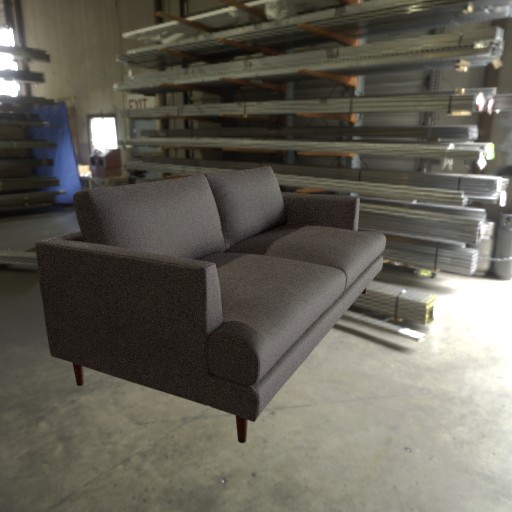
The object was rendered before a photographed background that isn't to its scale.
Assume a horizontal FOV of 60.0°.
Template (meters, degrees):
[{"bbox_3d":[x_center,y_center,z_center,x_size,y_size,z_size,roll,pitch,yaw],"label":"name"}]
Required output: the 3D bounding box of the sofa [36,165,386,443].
[{"bbox_3d":[0.000,0.000,2.430,1.020,0.868,1.948,8,17,26],"label":"sofa"}]
